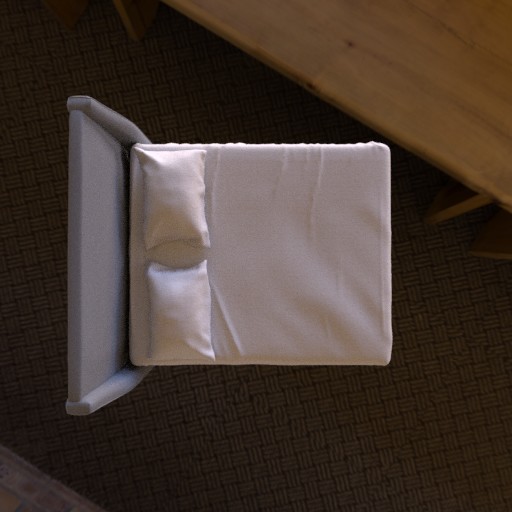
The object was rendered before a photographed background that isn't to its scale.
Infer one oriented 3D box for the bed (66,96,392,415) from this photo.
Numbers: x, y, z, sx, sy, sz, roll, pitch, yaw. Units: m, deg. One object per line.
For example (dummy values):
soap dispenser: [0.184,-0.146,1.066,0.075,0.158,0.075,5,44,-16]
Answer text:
bed: [0.000,0.000,3.280,2.276,1.332,1.925,0,89,0]
